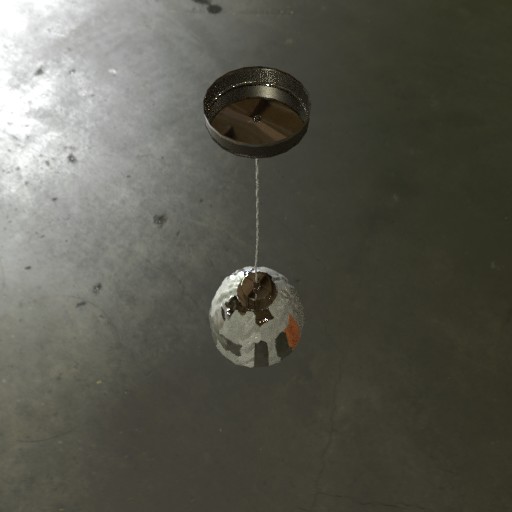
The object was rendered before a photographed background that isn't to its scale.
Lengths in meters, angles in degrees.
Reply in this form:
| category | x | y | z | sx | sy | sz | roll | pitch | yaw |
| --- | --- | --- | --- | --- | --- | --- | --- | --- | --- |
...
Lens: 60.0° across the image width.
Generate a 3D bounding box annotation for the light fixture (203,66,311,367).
| category | x | y | z | sx | sy | sz | roll | pitch | yaw |
| --- | --- | --- | --- | --- | --- | --- | --- | --- | --- |
| light fixture | 0.000 | 0.000 | 1.697 | 0.496 | 1.511 | 0.500 | 19 | 64 | 10 |
